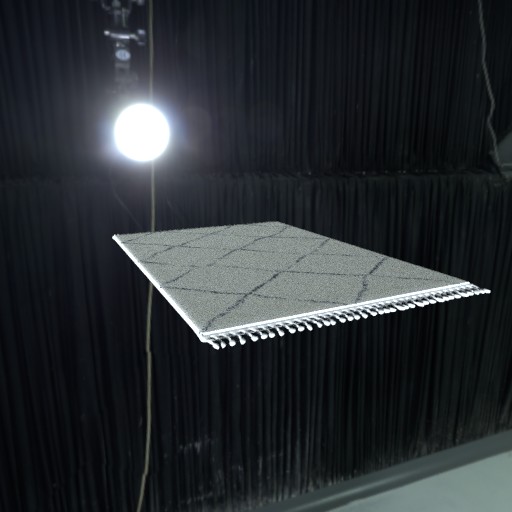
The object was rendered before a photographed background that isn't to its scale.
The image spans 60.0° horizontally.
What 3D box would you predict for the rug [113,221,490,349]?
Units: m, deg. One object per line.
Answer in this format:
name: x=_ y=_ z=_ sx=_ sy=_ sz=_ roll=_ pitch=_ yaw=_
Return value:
rug: x=0.000 y=0.000 z=2.907 sx=1.494 sy=0.031 sz=2.307 roll=-7 pitch=16 yaw=-25
